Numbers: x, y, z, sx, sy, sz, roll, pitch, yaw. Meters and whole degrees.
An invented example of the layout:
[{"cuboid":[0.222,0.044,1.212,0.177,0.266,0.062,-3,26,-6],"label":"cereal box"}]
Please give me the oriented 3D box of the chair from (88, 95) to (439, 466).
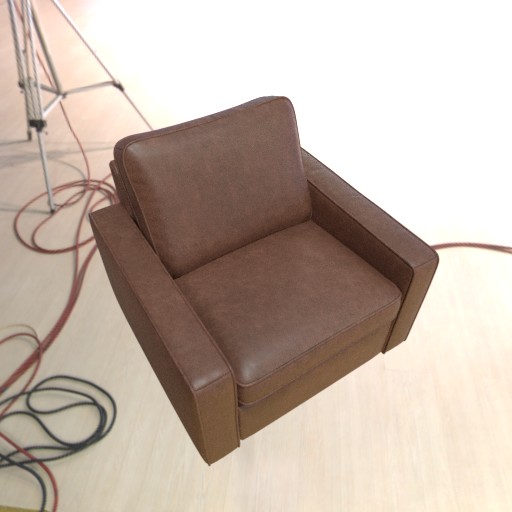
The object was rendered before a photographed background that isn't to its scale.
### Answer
[{"cuboid":[0.000,0.000,1.729,1.017,0.919,0.940,-25,51,-22],"label":"chair"}]
